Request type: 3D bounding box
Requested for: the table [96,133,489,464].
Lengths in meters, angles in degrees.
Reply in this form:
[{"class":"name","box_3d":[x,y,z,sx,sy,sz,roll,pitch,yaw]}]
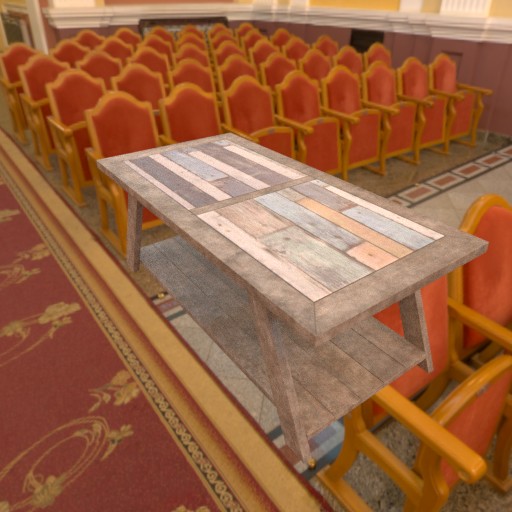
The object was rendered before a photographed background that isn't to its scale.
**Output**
[{"class":"table","box_3d":[0.000,0.000,1.539,0.610,0.470,1.219,-21,37,-30]}]
